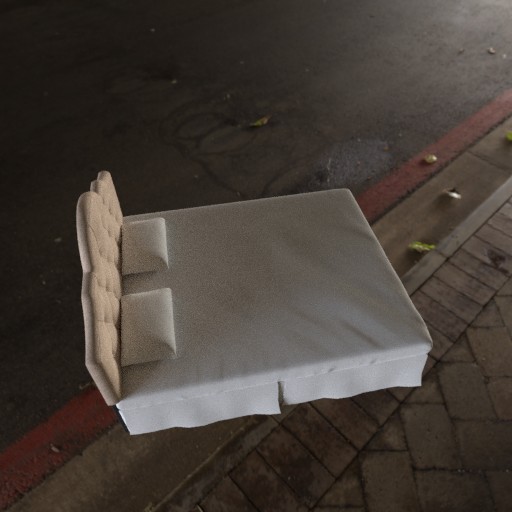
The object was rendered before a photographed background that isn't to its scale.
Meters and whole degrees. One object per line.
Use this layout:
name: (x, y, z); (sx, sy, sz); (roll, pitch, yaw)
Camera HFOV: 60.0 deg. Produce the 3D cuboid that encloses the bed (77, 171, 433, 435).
bed: (0.000, 0.000, 2.941); (1.970, 1.194, 1.667); (-8, 47, -8)
